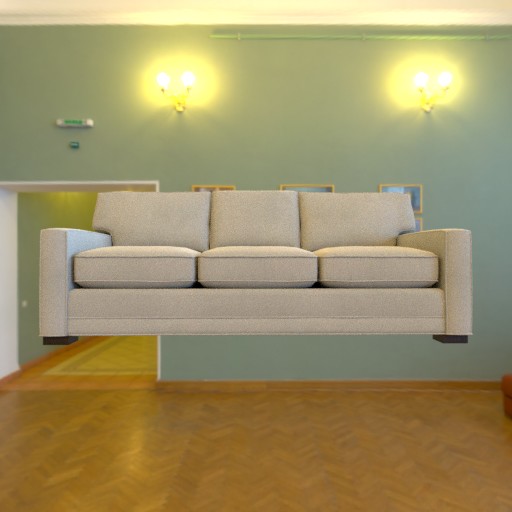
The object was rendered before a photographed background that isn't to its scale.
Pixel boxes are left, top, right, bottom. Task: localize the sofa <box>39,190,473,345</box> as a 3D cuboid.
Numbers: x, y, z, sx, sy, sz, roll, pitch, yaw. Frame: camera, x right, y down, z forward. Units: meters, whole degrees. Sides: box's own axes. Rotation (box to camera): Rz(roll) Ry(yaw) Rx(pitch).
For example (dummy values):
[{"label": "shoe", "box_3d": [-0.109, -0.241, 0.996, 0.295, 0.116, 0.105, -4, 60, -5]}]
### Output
[{"label": "sofa", "box_3d": [0.000, 0.000, 2.583, 2.088, 0.862, 0.935, 0, -1, -1]}]
